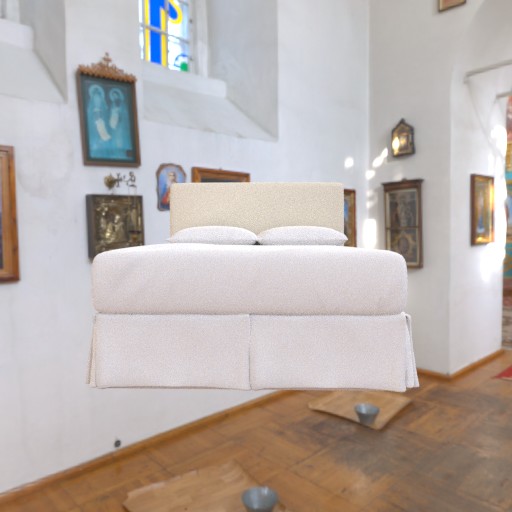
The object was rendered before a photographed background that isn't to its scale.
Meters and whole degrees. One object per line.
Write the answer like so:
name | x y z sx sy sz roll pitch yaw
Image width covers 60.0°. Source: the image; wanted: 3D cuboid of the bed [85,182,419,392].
bed | 0.000 0.000 3.248 1.714 1.330 2.147 0 2 2
